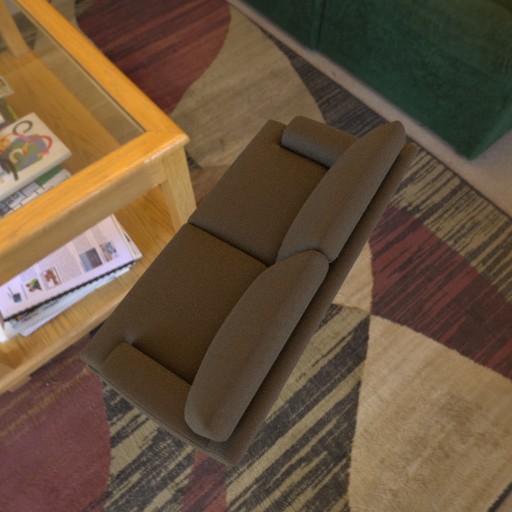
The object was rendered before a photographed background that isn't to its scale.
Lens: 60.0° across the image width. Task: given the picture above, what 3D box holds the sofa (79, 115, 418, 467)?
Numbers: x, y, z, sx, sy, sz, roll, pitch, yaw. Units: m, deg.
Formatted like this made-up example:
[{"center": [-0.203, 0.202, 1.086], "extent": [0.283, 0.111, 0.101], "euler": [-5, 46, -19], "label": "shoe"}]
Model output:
[{"center": [0.000, 0.000, 2.824], "extent": [1.140, 0.950, 2.271], "euler": [29, 66, 14], "label": "sofa"}]
